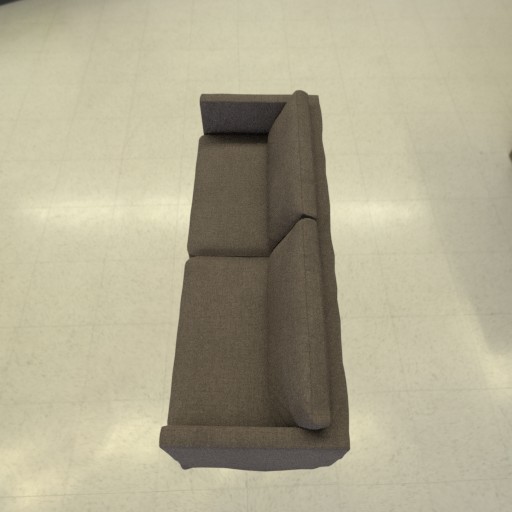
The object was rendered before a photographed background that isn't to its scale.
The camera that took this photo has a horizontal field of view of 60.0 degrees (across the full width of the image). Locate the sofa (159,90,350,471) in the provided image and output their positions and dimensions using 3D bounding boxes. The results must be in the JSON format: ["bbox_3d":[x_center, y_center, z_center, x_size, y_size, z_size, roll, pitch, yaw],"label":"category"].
[{"bbox_3d":[0.000,0.000,3.272,1.036,0.998,2.779,1,59,0],"label":"sofa"}]
